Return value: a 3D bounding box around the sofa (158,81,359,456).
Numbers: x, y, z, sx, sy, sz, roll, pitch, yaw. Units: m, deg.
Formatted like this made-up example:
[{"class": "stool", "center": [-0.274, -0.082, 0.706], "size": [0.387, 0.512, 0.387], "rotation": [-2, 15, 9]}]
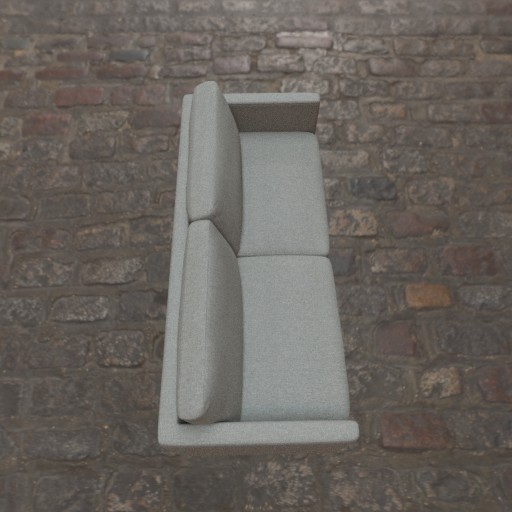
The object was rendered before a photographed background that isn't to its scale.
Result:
[{"class": "sofa", "center": [0.000, 0.000, 2.730], "size": [0.956, 0.963, 2.208], "rotation": [-1, 63, -1]}]
